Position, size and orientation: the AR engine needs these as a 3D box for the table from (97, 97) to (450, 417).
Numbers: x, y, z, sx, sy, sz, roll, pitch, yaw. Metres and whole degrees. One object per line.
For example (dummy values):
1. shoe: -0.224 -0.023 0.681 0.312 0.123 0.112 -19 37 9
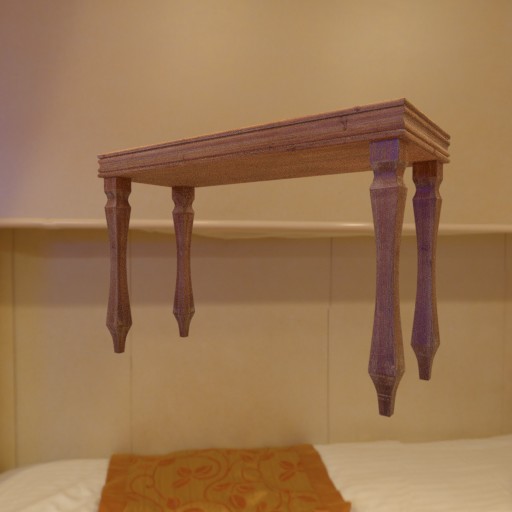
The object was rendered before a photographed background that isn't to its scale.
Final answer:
1. table: 0.000 0.000 1.769 1.330 0.873 0.522 1 2 36
